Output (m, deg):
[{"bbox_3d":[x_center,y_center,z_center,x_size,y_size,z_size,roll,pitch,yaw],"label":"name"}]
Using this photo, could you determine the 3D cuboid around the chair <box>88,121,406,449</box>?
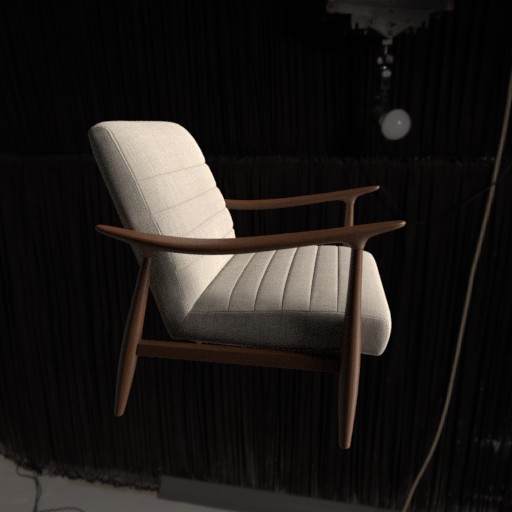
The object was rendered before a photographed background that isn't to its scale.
[{"bbox_3d":[0.000,0.000,1.420,0.798,0.832,0.741,3,16,10],"label":"chair"}]
